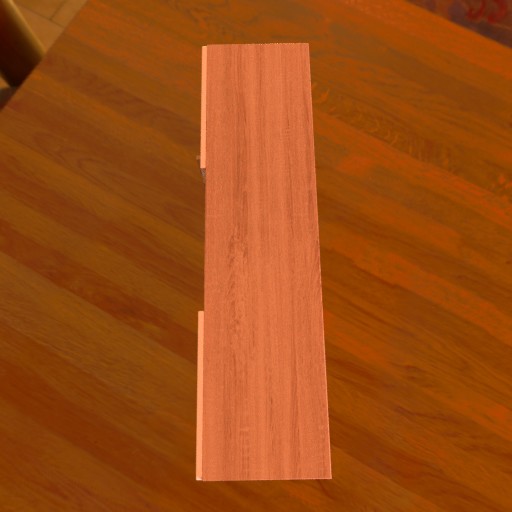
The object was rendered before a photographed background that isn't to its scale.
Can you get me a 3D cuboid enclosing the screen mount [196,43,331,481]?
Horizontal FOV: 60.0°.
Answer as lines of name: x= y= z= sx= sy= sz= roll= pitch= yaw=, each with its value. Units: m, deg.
screen mount: x=0.000 y=0.000 z=1.761 sx=0.420 sy=0.570 sz=1.500 roll=-1 pitch=76 yaw=0
